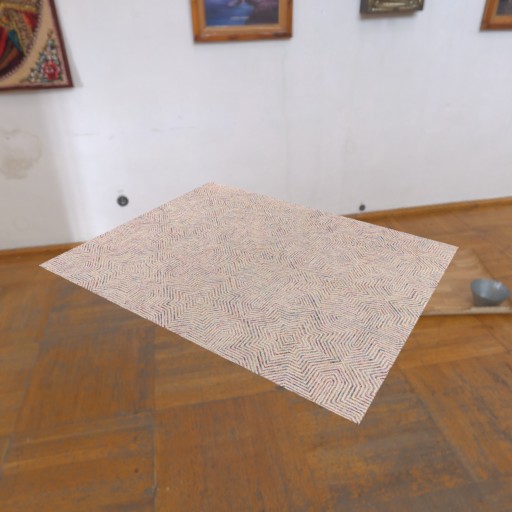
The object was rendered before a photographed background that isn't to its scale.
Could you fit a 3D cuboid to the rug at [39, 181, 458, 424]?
[{"bbox_3d":[0.000,0.000,4.113,3.046,0.008,2.442,19,36,29],"label":"rug"}]
